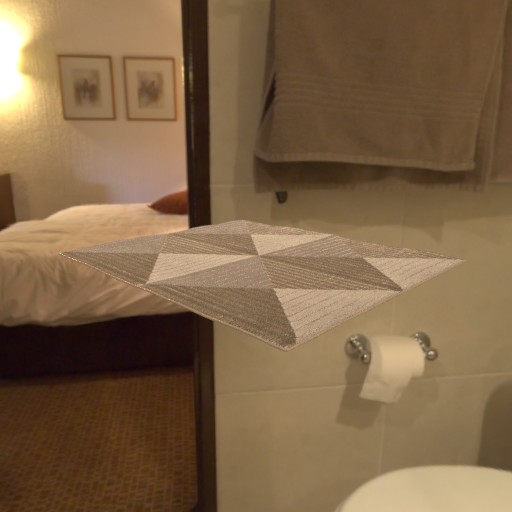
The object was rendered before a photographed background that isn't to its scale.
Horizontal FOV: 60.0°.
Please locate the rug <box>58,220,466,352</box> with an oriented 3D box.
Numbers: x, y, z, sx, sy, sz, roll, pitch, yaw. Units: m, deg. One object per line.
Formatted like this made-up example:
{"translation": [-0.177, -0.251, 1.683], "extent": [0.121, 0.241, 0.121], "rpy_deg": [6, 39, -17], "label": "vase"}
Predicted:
{"translation": [0.000, 0.000, 0.904], "extent": [0.642, 0.008, 0.551], "rpy_deg": [14, 20, 43], "label": "rug"}
